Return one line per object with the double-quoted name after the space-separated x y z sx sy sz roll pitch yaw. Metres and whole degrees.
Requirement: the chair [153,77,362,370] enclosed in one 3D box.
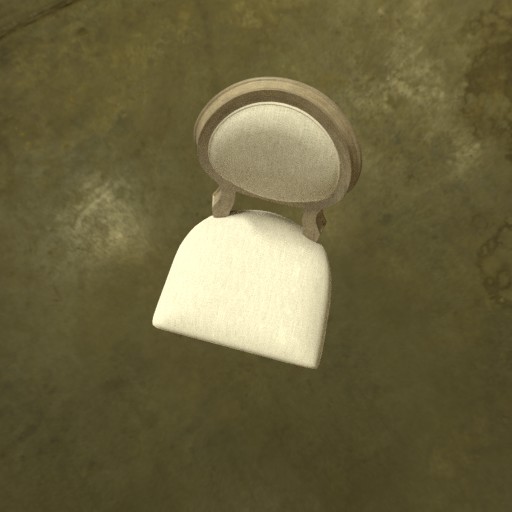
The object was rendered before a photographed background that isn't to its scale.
0.000 0.000 1.396 0.558 0.990 0.602 14 77 3 "chair"
